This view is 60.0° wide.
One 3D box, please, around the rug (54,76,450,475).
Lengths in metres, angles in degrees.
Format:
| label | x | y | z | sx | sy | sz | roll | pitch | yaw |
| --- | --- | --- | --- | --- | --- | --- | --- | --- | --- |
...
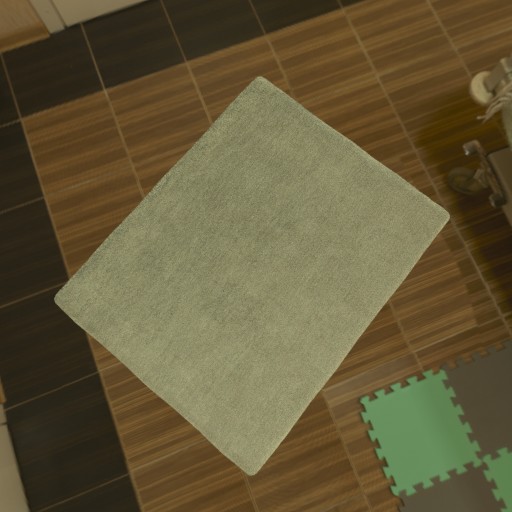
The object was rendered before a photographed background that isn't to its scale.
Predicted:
| label | x | y | z | sx | sy | sz | roll | pitch | yaw |
| --- | --- | --- | --- | --- | --- | --- | --- | --- | --- |
| rug | 0.000 | 0.000 | 4.012 | 2.332 | 0.027 | 2.933 | 39 | 80 | 8 |
